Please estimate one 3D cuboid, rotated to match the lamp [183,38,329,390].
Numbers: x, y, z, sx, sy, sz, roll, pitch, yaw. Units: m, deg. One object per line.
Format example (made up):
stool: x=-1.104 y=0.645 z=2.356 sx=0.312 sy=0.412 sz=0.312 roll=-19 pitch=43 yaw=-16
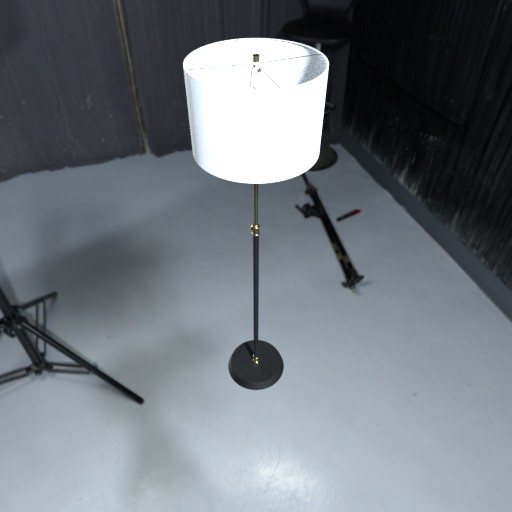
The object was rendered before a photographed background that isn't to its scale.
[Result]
lamp: x=0.000 y=0.000 z=1.742 sx=0.404 sy=1.517 sz=0.404 roll=-13 pitch=44 yaw=-13
